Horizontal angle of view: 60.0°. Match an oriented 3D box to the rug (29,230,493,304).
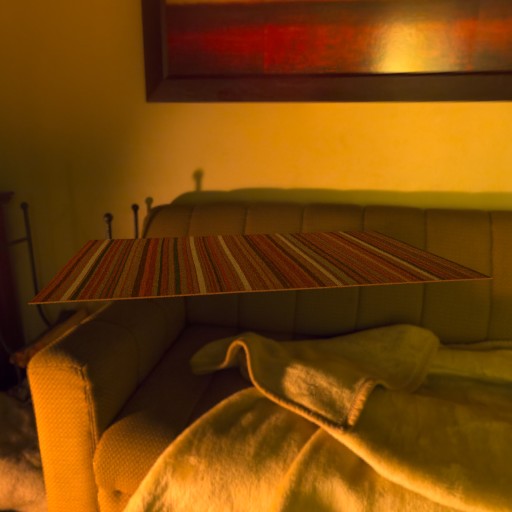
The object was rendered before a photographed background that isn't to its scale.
[{"bbox_3d":[0.000,0.000,3.015,2.438,0.008,1.523,-2,14,-10],"label":"rug"}]
